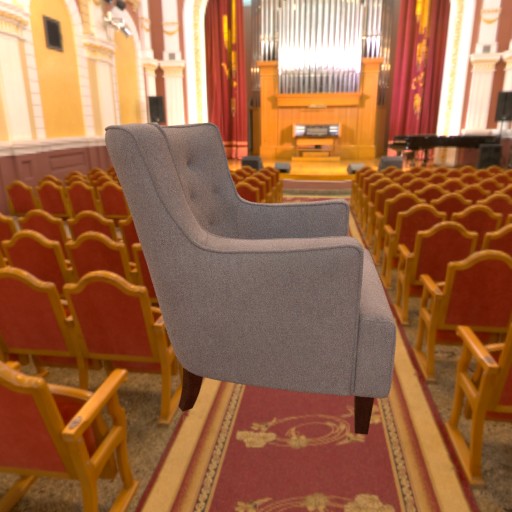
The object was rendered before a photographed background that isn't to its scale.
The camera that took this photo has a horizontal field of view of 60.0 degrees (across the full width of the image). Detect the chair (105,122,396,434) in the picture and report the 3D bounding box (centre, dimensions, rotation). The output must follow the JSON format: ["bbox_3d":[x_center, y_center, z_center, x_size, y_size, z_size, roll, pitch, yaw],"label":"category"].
[{"bbox_3d":[0.000,0.000,1.594,0.910,0.919,0.781,2,17,8],"label":"chair"}]
